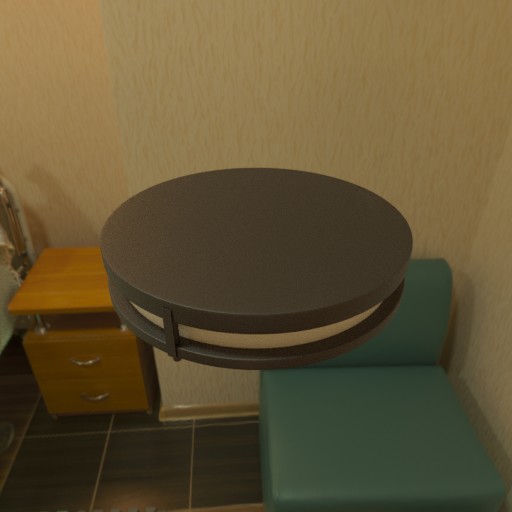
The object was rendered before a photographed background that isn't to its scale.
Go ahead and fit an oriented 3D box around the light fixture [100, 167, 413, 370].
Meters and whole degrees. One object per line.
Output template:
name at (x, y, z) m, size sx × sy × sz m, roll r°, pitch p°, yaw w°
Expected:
light fixture at (0.000, 0.000, 0.549) m, size 0.356 × 0.102 × 0.356 m, roll 0°, pitch 31°, yaw 0°
